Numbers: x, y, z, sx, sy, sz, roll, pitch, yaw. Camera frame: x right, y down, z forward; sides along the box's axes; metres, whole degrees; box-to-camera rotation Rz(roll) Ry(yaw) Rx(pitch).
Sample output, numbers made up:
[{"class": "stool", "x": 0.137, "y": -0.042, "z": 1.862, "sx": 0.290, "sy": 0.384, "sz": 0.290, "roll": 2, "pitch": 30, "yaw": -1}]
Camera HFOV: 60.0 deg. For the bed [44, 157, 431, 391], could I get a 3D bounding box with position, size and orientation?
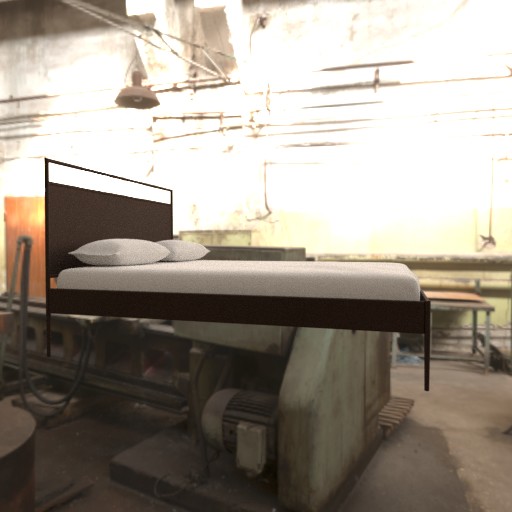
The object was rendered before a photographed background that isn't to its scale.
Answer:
[{"class": "bed", "x": 0.000, "y": 0.000, "z": 3.046, "sx": 2.122, "sy": 1.173, "sz": 1.572, "roll": 0, "pitch": 1, "yaw": 17}]
